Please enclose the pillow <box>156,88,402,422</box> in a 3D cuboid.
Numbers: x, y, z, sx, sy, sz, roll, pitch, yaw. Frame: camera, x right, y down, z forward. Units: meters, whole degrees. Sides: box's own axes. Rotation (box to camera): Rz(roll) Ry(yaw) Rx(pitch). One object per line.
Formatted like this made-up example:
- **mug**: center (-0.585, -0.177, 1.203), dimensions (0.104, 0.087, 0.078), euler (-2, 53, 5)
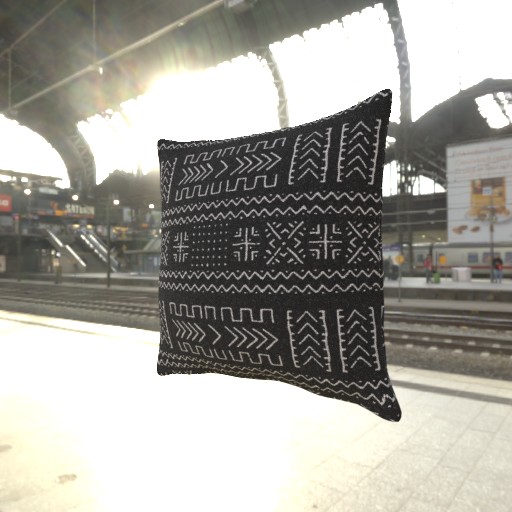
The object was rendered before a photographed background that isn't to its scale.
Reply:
- **pillow**: center (0.000, 0.000, 0.679), dimensions (0.438, 0.430, 0.164), euler (-1, -1, 35)
